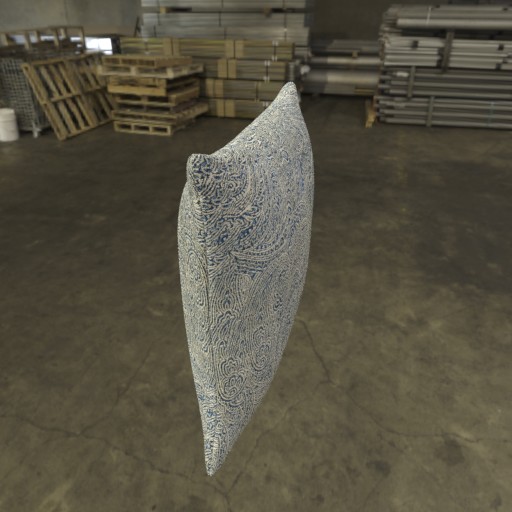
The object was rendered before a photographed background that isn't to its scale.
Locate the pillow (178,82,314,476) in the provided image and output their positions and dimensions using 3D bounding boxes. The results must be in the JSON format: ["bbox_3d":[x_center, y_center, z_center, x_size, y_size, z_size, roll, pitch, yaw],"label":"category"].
[{"bbox_3d":[0.000,0.000,0.780,0.166,0.510,0.523,8,30,13],"label":"pillow"}]
